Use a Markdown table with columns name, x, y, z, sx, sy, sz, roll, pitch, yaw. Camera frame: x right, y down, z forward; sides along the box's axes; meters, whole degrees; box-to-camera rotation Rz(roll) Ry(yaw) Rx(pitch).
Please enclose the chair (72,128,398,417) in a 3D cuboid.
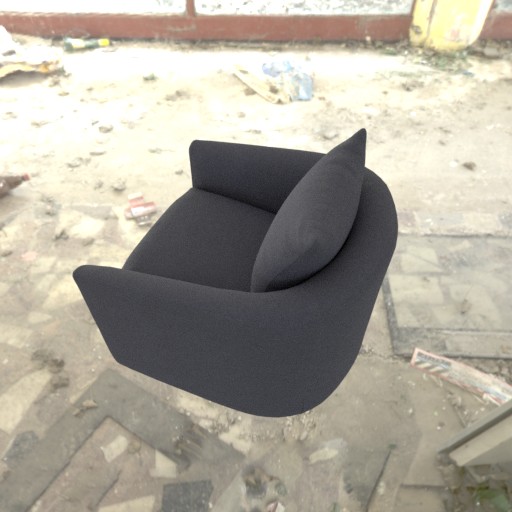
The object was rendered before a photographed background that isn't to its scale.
| name | x | y | z | sx | sy | sz | roll | pitch | yaw |
| --- | --- | --- | --- | --- | --- | --- | --- | --- | --- |
| chair | 0.000 | 0.000 | 1.615 | 0.910 | 0.848 | 0.845 | 16 | 49 | 15 |
